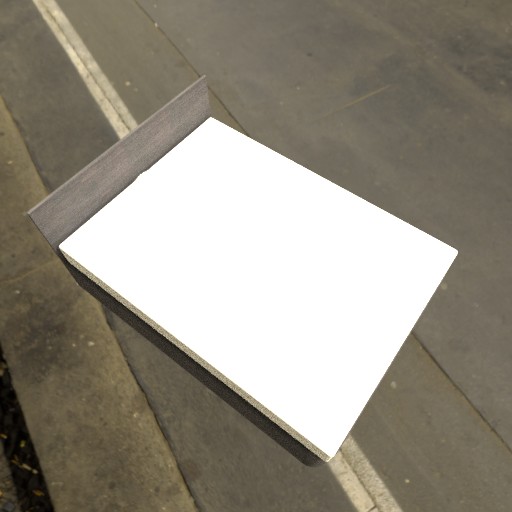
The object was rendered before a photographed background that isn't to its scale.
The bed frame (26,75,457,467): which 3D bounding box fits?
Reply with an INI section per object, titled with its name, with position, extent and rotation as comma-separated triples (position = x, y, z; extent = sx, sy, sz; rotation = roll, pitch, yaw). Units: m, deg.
[bed frame]
position = 0.000, 0.000, 2.609
extent = 1.900, 0.800, 1.400
rotation = 33, 64, 19
